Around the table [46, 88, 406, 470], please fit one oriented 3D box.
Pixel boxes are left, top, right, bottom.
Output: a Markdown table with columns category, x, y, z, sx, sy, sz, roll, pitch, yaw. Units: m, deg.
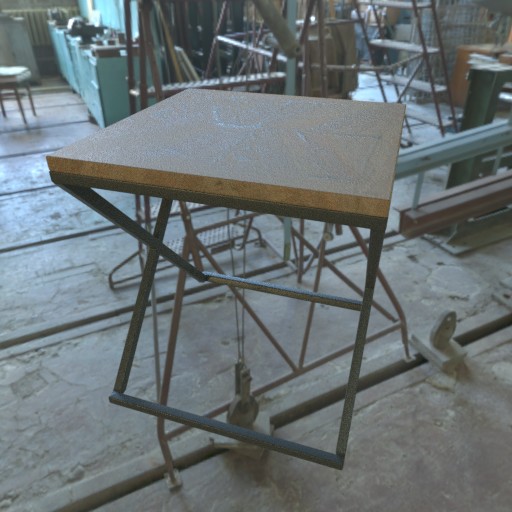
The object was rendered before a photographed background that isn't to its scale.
| category | x | y | z | sx | sy | sz | roll | pitch | yaw |
| --- | --- | --- | --- | --- | --- | --- | --- | --- | --- |
| table | 0.000 | 0.000 | 0.936 | 0.499 | 0.550 | 0.498 | 10 | 34 | 15 |
